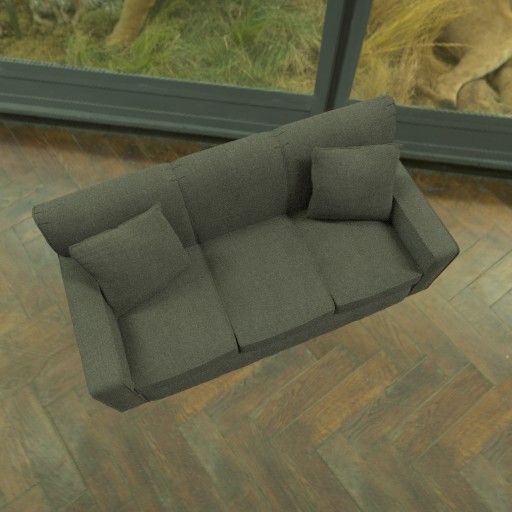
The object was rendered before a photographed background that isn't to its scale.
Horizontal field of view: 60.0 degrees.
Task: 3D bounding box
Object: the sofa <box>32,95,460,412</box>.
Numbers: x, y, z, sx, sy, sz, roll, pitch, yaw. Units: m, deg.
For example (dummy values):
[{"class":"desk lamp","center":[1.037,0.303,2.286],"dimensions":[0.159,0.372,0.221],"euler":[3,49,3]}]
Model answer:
[{"class":"sofa","center":[0.000,0.000,2.526],"dimensions":[2.024,0.958,0.997],"euler":[-20,65,-10]}]
